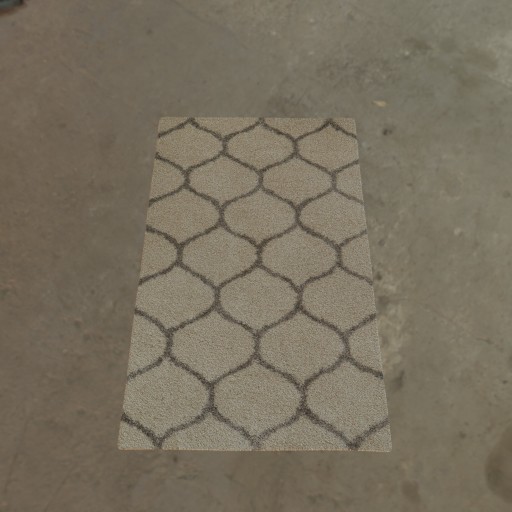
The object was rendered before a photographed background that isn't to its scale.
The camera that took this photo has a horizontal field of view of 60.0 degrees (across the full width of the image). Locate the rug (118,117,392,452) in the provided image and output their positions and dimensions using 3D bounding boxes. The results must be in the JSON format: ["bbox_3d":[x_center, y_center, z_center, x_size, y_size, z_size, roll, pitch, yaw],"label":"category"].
[{"bbox_3d":[0.000,0.000,2.919,1.501,0.024,2.348,0,65,0],"label":"rug"}]
